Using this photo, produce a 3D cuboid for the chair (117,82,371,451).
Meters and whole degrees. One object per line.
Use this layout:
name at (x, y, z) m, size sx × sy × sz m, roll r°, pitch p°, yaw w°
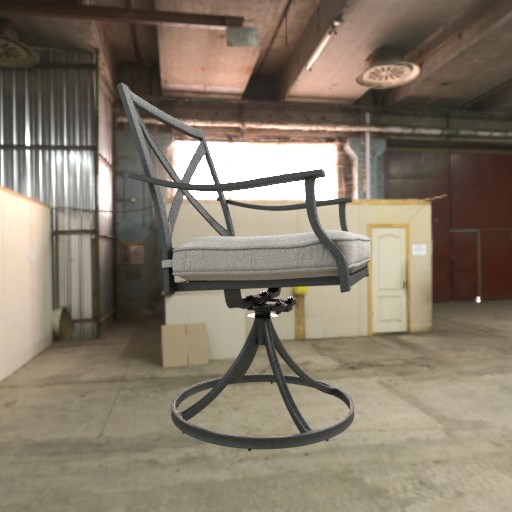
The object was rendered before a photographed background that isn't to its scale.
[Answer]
chair at (0.000, 0.000, 1.277) m, size 0.620 × 0.889 × 0.575 m, roll 0°, pitch 1°, yaw 18°
